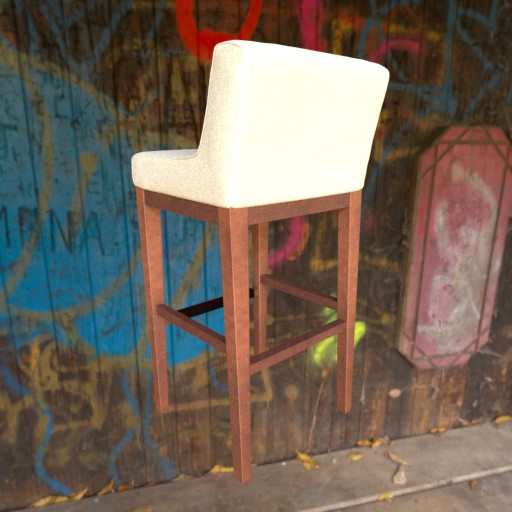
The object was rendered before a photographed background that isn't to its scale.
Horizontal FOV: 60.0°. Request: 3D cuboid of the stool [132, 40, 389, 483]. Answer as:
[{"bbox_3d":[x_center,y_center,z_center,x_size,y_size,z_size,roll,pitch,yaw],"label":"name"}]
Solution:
[{"bbox_3d":[0.000,0.000,1.279,0.511,1.037,0.500,-14,21,-41],"label":"stool"}]
